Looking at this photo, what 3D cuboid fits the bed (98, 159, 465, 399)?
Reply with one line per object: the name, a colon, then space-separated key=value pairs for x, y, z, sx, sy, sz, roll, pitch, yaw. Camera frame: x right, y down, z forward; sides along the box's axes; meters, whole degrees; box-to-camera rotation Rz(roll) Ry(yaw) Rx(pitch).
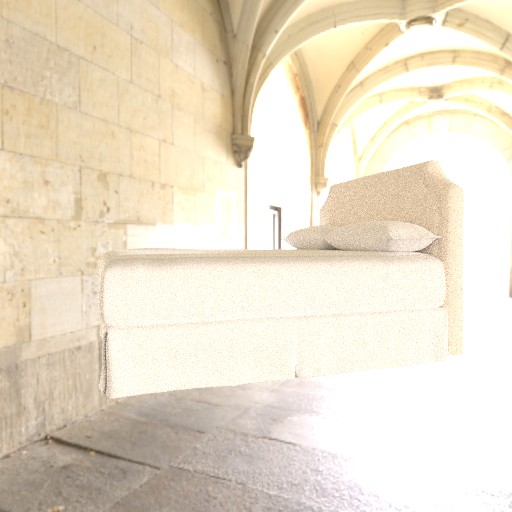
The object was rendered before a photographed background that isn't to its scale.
bed: x=0.000 y=0.000 z=3.792 sx=2.548 sy=1.524 sz=2.134 roll=-1 pitch=2 yaw=-19
